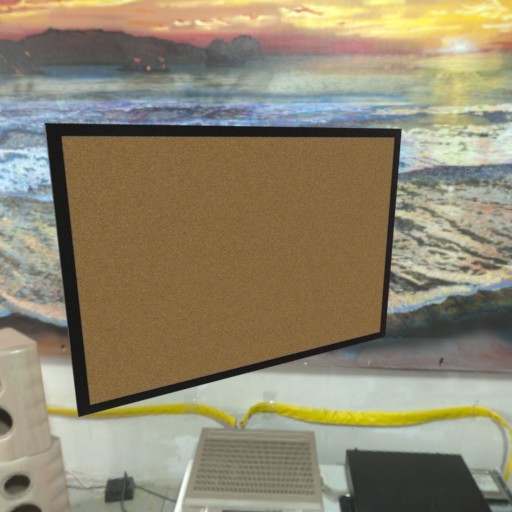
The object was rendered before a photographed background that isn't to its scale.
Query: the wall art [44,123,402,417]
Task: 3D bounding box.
[{"bbox_3d":[0.000,0.000,0.546,0.440,0.306,0.013,-7,16,-27],"label":"wall art"}]
